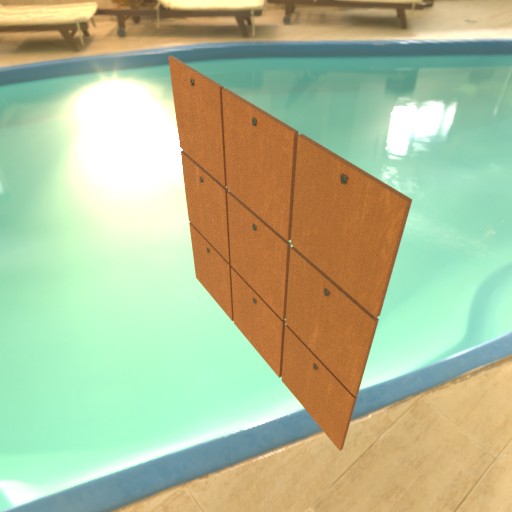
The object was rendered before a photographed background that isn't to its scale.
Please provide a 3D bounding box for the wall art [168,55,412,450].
[{"bbox_3d":[0.000,0.000,1.331,0.018,0.913,0.915,-24,47,-25],"label":"wall art"}]
